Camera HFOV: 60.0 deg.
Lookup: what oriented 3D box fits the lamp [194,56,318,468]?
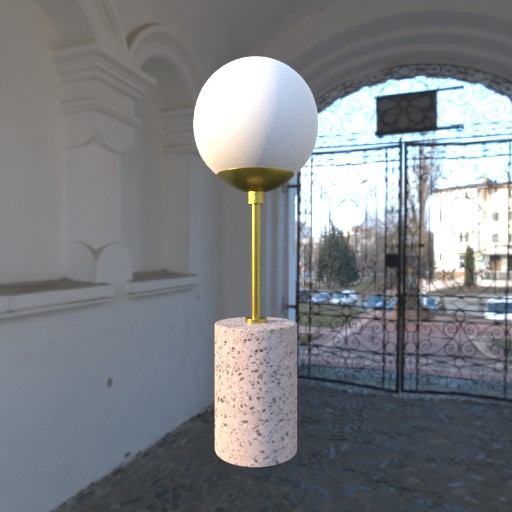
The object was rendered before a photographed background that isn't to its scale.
[{"bbox_3d":[0.000,0.000,0.551,0.153,0.480,0.153,0,0,0],"label":"lamp"}]
